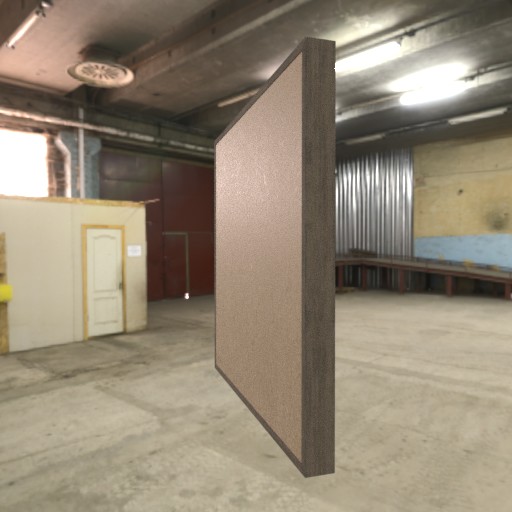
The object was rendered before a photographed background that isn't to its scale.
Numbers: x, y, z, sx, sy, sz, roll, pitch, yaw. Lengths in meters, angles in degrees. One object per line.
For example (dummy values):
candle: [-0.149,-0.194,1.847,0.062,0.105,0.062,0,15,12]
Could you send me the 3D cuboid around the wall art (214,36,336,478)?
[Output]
wall art: [0.000,0.000,0.758,0.038,0.508,0.508,0,1,-17]
